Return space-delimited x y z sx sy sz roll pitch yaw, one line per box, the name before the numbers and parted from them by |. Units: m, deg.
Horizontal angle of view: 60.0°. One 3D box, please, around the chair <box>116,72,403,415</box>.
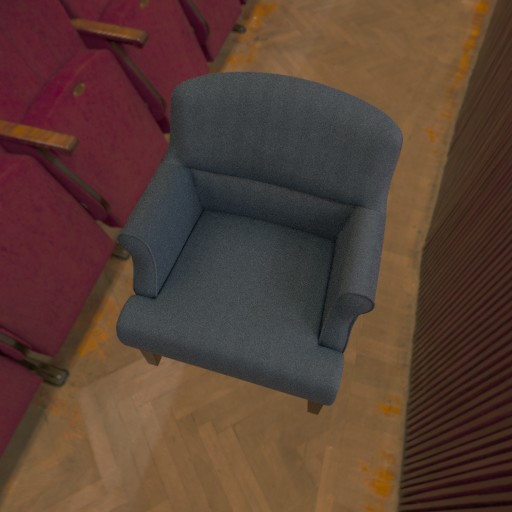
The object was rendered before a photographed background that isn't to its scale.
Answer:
chair | 0.000 0.000 1.483 0.770 0.878 0.754 14 59 9
